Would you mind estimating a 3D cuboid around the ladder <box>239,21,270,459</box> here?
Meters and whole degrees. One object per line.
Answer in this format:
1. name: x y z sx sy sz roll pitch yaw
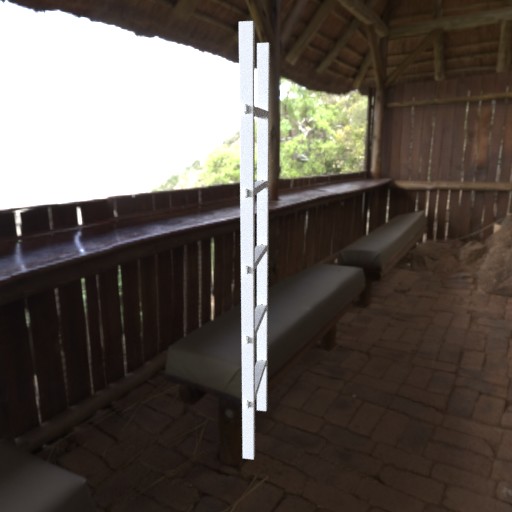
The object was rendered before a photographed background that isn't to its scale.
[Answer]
1. ladder: 0.000 0.000 1.966 0.051 1.797 0.452 3 15 10
